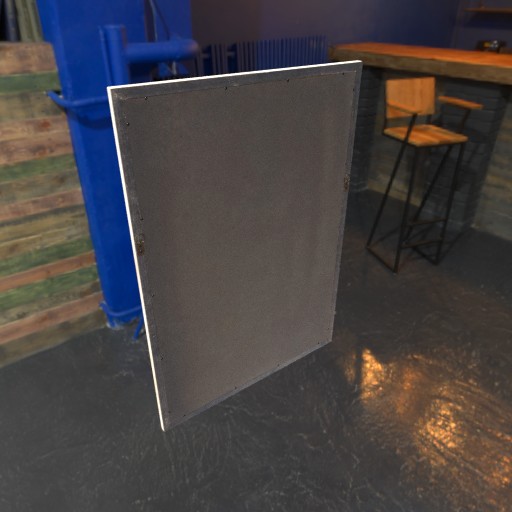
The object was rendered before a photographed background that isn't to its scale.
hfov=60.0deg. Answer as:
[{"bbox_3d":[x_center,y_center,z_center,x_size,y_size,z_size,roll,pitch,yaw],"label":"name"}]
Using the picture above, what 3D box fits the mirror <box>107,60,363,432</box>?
[{"bbox_3d":[0.000,0.000,1.287,0.705,0.996,0.025,-20,36,-30],"label":"mirror"}]
